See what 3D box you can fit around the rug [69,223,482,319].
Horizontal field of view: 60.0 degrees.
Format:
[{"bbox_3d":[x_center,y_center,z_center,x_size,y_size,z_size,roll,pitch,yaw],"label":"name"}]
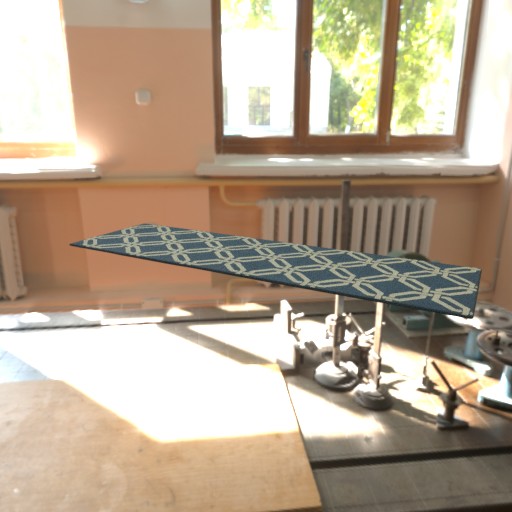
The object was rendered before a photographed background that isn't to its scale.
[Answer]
[{"bbox_3d":[0.000,0.000,2.514,2.276,0.014,0.678,9,19,27],"label":"rug"}]
